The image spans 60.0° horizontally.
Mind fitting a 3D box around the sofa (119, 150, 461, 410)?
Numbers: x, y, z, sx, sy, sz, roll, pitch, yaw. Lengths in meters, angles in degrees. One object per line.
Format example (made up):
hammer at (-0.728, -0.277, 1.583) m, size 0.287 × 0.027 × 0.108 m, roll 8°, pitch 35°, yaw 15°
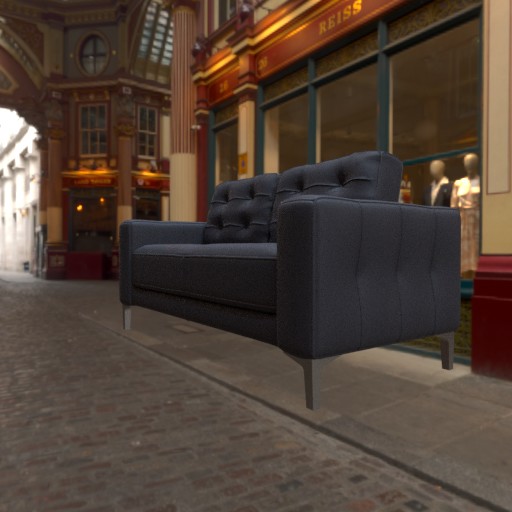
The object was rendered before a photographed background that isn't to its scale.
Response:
sofa at (0.000, 0.000, 2.213) m, size 0.833 × 0.893 × 1.726 m, roll -1°, pitch 1°, yaw -36°
